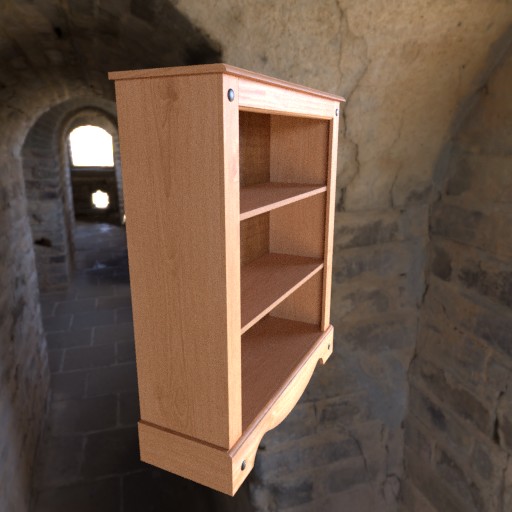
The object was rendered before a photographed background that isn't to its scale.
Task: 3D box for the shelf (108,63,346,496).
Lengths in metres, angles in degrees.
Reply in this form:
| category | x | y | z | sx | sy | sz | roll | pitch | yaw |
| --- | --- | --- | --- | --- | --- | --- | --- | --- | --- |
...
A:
| category | x | y | z | sx | sy | sz | roll | pitch | yaw |
| --- | --- | --- | --- | --- | --- | --- | --- | --- | --- |
| shelf | 0.000 | 0.000 | 1.375 | 0.291 | 0.980 | 0.840 | 7 | 17 | 25 |
